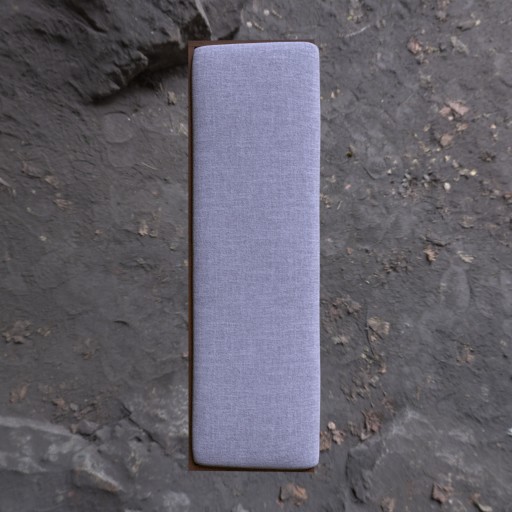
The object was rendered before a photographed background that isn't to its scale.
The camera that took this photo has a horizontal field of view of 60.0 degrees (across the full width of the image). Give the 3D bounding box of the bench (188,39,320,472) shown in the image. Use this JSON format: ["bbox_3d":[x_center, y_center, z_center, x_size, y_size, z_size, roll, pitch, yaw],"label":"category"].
[{"bbox_3d":[0.000,0.000,1.427,0.367,0.468,1.196,0,90,2],"label":"bench"}]
